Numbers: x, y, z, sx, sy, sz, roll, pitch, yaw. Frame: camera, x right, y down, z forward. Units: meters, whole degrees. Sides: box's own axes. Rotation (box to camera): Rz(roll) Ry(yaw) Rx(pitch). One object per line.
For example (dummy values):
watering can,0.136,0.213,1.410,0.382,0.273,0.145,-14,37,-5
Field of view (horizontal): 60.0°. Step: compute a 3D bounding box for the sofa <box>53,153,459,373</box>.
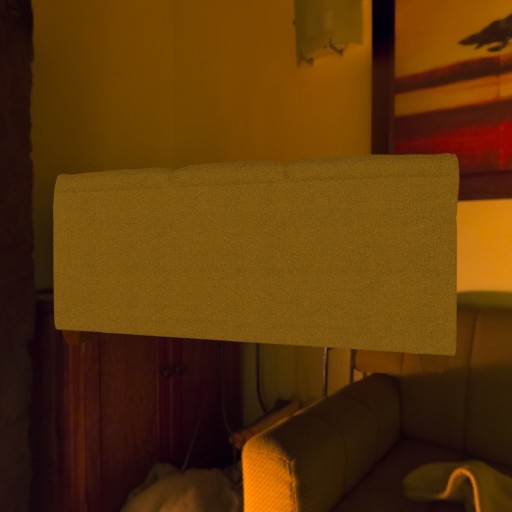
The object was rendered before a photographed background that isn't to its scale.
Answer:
sofa,0.000,0.000,2.548,2.024,0.958,0.997,0,1,18
